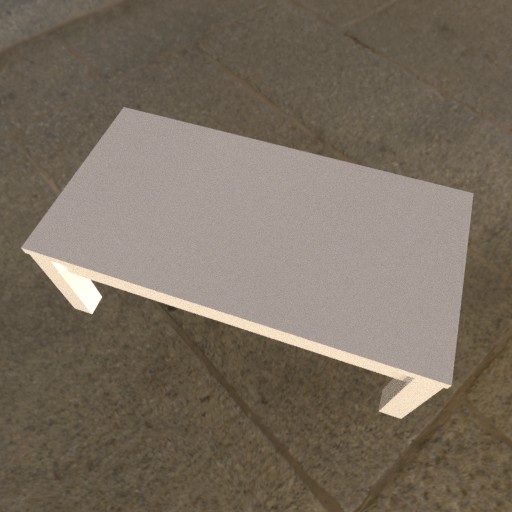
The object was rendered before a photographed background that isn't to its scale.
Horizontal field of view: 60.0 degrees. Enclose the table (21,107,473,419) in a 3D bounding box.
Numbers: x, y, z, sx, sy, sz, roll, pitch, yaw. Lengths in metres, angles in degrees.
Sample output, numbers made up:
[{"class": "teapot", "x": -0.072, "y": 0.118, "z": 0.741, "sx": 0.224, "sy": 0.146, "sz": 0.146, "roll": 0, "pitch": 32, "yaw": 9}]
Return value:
[{"class": "table", "x": 0.000, "y": 0.000, "z": 1.675, "sx": 1.350, "sy": 0.470, "sz": 0.700, "roll": 16, "pitch": 60, "yaw": 10}]
